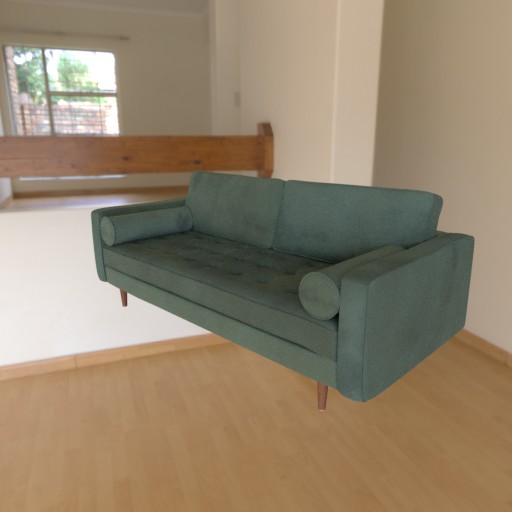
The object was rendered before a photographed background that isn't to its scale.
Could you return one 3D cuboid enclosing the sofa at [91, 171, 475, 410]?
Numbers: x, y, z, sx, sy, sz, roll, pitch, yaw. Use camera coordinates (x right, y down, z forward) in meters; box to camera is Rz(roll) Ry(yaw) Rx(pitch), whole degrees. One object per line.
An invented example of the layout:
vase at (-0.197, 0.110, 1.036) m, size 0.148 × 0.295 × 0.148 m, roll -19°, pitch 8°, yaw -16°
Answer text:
sofa at (0.000, 0.000, 2.322) m, size 1.880 × 0.772 × 0.916 m, roll 15°, pitch 21°, yaw 43°
